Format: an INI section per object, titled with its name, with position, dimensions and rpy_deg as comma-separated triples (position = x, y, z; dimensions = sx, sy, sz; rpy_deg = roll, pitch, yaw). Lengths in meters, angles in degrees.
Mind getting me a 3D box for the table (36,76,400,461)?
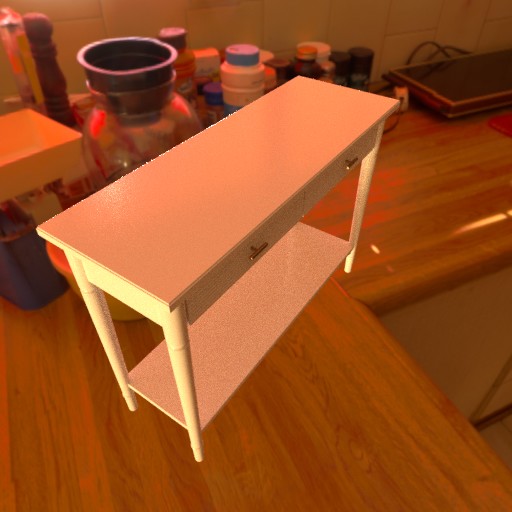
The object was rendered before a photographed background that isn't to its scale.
[table]
position = 0.000, 0.000, 1.422
dimensions = 0.381, 0.749, 1.067
rpy_deg = 25, 48, 25
